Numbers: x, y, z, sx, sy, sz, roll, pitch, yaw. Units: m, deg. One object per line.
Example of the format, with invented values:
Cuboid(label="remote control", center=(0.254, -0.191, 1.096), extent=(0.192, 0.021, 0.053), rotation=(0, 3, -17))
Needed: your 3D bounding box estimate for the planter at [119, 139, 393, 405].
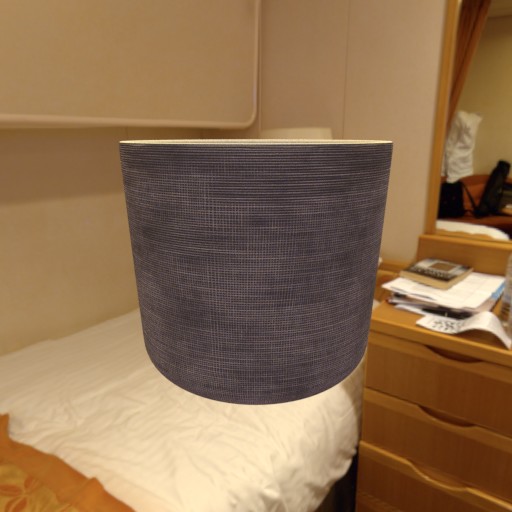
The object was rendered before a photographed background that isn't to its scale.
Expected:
Cuboid(label="planter", center=(0.000, 0.000, 0.793), extent=(0.440, 0.398, 0.440), rotation=(0, 15, 0))
